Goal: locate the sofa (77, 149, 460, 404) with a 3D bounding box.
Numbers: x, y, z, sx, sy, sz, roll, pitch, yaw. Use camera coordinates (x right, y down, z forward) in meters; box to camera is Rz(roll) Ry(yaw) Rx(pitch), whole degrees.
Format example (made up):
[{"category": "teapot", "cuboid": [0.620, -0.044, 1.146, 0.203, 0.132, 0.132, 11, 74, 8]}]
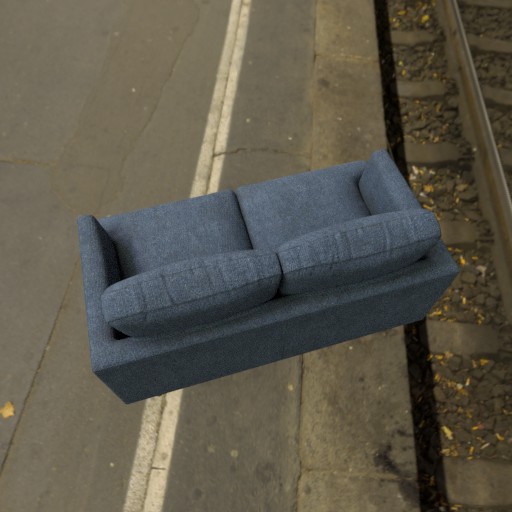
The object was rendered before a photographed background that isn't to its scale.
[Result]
[{"category": "sofa", "cuboid": [0.000, 0.000, 2.168, 1.582, 0.944, 0.903, -14, 59, -8]}]
